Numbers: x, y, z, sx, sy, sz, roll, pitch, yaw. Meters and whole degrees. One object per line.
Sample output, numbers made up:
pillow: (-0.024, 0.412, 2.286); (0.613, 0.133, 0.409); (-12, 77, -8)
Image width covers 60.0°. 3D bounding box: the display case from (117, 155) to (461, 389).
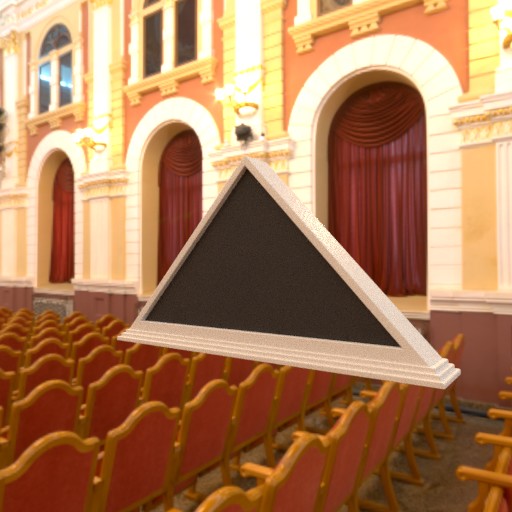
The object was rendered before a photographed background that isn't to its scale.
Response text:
display case: (0.000, 0.000, 0.775); (0.640, 0.340, 0.095); (-1, -2, 36)
